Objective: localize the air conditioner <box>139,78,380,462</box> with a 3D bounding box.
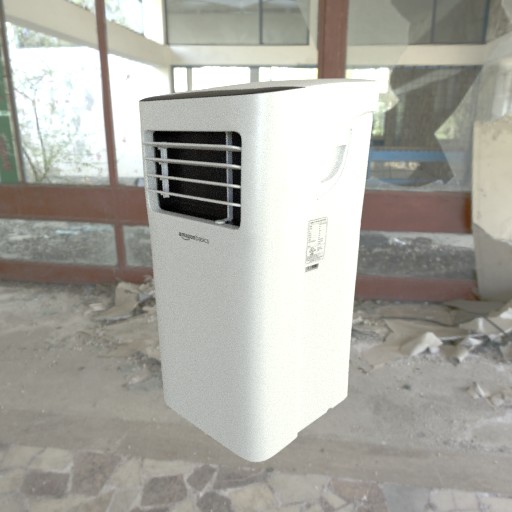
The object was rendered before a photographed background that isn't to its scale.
[{"bbox_3d":[0.000,0.000,0.941,0.352,0.716,0.369,15,22,41],"label":"air conditioner"}]
